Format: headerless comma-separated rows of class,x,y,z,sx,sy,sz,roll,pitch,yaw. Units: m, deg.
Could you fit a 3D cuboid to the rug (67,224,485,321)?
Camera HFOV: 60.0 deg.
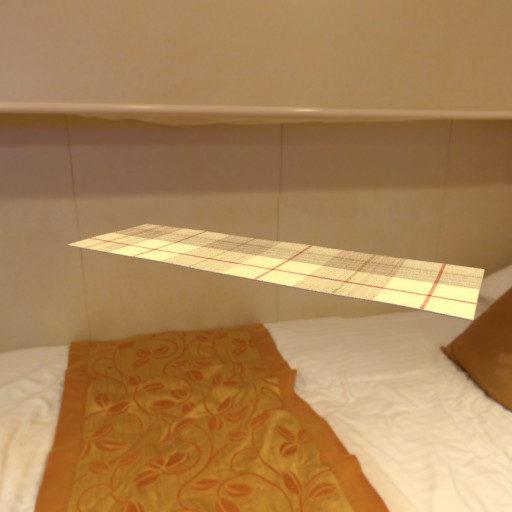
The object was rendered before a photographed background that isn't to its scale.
rug,0.000,0.000,2.677,2.439,0.013,0.762,9,18,28
